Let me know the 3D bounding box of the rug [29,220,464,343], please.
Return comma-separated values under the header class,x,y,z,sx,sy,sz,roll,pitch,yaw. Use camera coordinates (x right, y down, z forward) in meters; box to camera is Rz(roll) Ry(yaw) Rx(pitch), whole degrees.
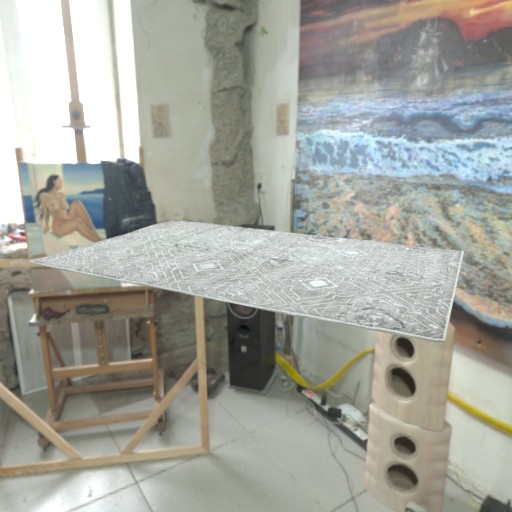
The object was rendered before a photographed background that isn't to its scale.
class,x,y,z,sx,sy,sz,roll,pitch,yaw
rug,0.000,0.000,2.935,2.447,0.036,1.537,8,18,26
